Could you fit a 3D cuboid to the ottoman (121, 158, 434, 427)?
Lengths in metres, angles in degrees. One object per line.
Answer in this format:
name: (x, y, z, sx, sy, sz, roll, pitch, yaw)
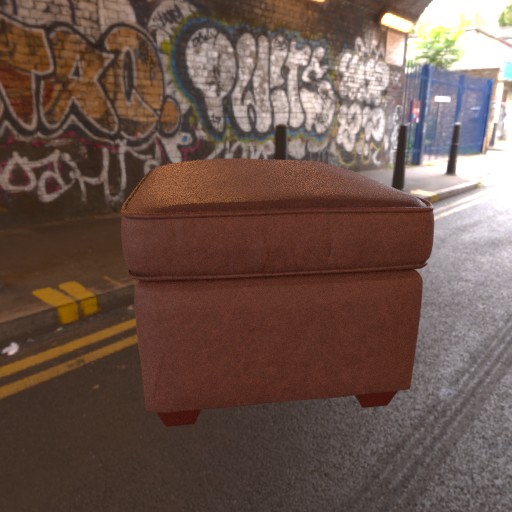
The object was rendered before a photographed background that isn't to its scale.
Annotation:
ottoman: (0.000, 0.000, 1.104, 0.548, 0.449, 0.749, -3, 17, -8)
